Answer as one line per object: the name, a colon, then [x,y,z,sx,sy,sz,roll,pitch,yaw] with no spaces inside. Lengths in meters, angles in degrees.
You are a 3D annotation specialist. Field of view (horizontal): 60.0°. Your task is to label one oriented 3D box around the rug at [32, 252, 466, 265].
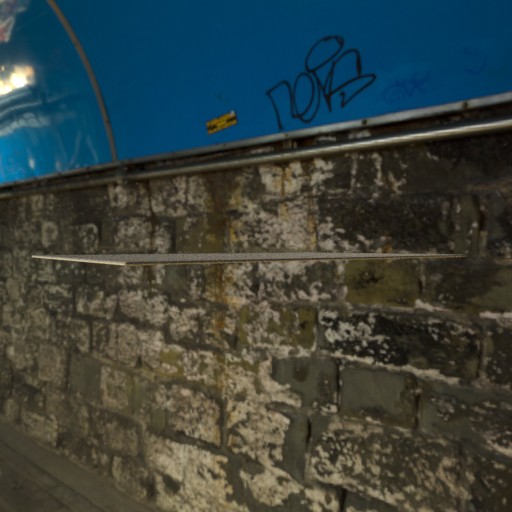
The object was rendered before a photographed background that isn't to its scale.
rug: [0.000,0.000,2.235,1.829,0.010,1.219,-1,1,-37]
